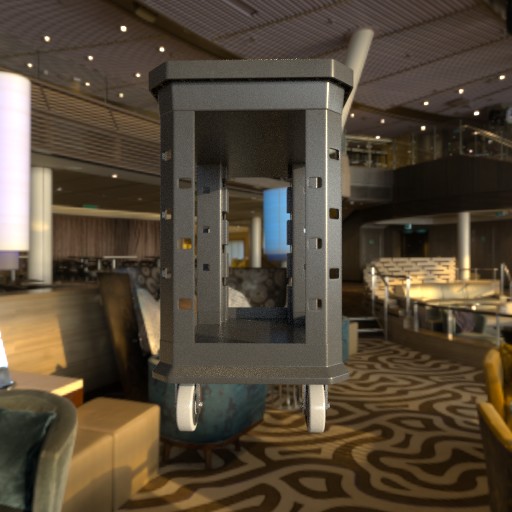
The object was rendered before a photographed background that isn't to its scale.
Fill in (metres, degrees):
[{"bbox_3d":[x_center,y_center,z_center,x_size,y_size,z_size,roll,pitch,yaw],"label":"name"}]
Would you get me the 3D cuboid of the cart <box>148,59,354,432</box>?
[{"bbox_3d":[0.000,0.000,1.531,0.497,0.884,1.061,0,0,2],"label":"cart"}]
